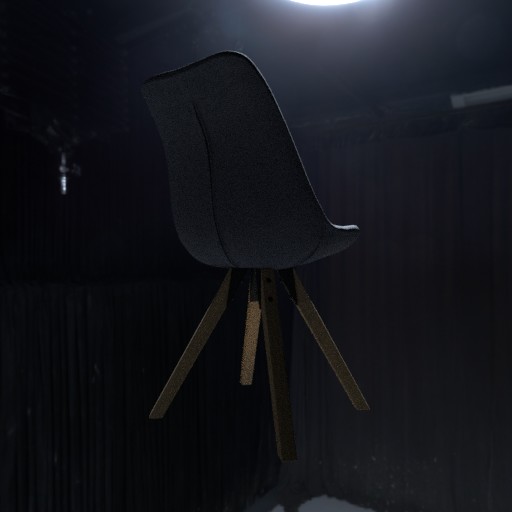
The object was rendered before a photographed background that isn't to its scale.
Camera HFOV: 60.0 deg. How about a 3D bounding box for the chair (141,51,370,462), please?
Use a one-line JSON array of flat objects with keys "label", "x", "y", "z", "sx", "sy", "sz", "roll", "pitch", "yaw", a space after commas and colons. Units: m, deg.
[{"label": "chair", "x": 0.000, "y": 0.000, "z": 1.184, "sx": 0.485, "sy": 0.850, "sz": 0.550, "roll": 0, "pitch": 0, "yaw": 37}]
